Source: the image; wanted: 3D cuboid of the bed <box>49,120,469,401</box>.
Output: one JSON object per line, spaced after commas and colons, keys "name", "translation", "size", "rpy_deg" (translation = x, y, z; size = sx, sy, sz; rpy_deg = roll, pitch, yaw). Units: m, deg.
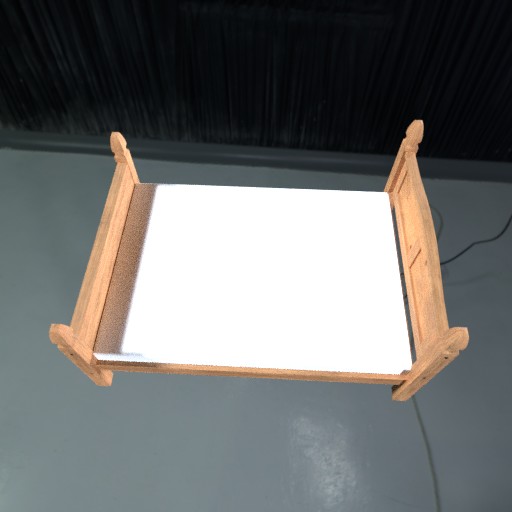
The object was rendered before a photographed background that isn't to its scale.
{"name": "bed", "translation": [0.000, 0.000, 2.894], "size": [2.069, 1.100, 1.490], "rpy_deg": [2, 58, 2]}
